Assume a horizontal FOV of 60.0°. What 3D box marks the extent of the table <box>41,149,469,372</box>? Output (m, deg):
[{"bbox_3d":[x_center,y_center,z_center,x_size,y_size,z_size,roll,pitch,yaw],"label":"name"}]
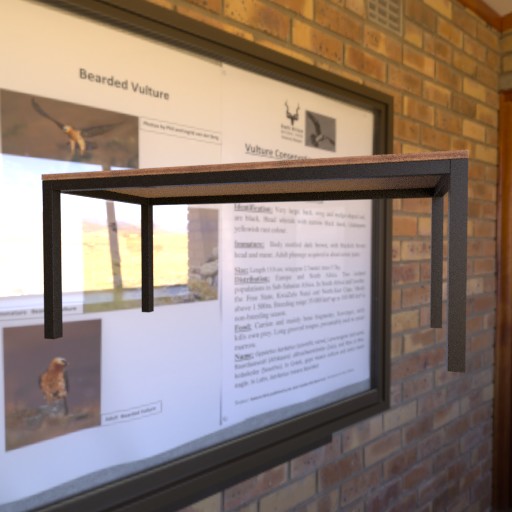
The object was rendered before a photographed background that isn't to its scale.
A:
[{"bbox_3d":[0.000,0.000,2.219,1.805,0.767,0.893,1,2,18],"label":"table"}]
